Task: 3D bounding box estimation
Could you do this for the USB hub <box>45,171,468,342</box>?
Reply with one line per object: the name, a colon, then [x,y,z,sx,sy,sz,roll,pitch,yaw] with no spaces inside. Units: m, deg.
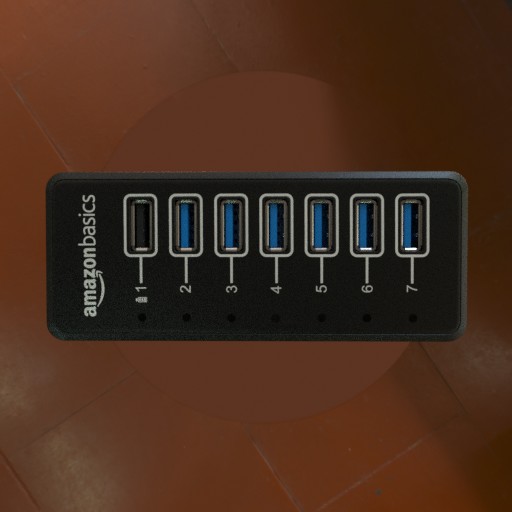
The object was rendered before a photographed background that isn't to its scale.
USB hub: [0.000,0.000,0.126,0.110,0.023,0.044,0,91,1]
